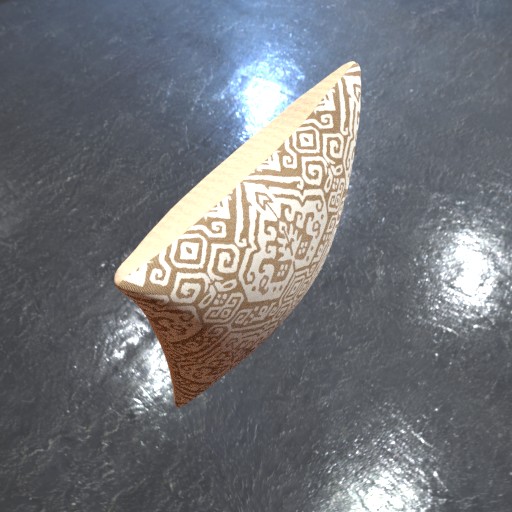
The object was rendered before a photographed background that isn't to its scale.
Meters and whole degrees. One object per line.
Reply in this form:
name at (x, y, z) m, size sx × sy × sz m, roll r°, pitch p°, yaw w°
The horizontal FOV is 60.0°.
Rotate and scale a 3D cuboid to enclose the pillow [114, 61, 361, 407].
pillow at (0.000, 0.000, 0.645) m, size 0.173 × 0.407 × 0.419 m, roll 33°, pitch 63°, yaw 19°
